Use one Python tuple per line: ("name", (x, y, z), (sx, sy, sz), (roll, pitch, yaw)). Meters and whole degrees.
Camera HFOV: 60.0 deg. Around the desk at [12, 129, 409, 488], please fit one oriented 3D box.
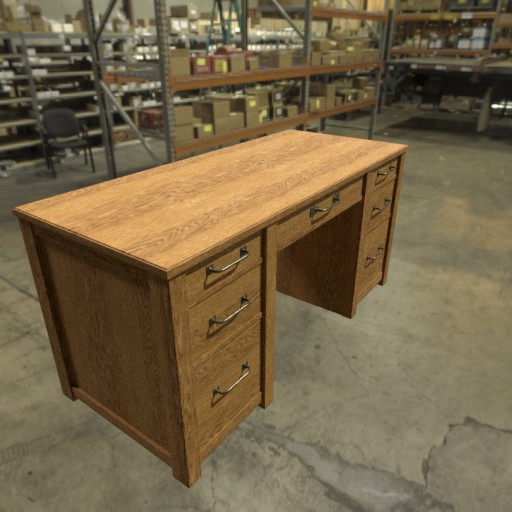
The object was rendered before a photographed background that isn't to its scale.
("desk", (0.000, 0.000, 1.894), (0.685, 0.751, 1.567), (18, 32, 32))
